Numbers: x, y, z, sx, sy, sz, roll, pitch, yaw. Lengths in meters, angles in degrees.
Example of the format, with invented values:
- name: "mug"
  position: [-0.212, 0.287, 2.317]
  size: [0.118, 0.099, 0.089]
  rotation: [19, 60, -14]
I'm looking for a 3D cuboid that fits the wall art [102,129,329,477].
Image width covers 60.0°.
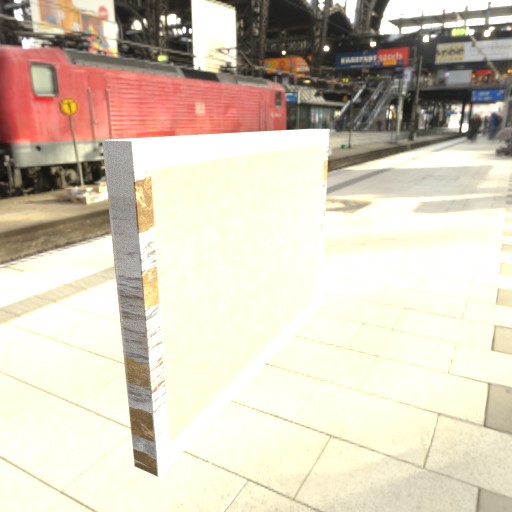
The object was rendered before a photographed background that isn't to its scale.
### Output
- name: "wall art"
  position: [0.000, 0.000, 0.759]
  size: [0.041, 0.407, 0.606]
  rotation: [9, 19, 26]
